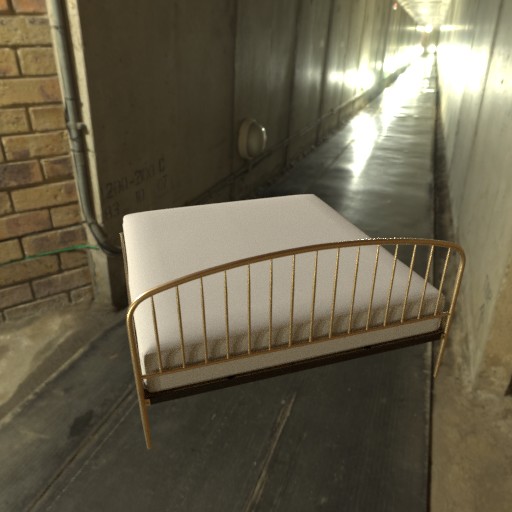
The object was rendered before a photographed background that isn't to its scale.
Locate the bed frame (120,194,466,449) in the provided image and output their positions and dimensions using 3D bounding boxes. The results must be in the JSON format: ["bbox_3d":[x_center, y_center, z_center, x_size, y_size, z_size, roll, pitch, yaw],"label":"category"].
[{"bbox_3d":[0.000,0.000,3.487,2.016,1.174,2.152,-8,28,-16],"label":"bed frame"}]
